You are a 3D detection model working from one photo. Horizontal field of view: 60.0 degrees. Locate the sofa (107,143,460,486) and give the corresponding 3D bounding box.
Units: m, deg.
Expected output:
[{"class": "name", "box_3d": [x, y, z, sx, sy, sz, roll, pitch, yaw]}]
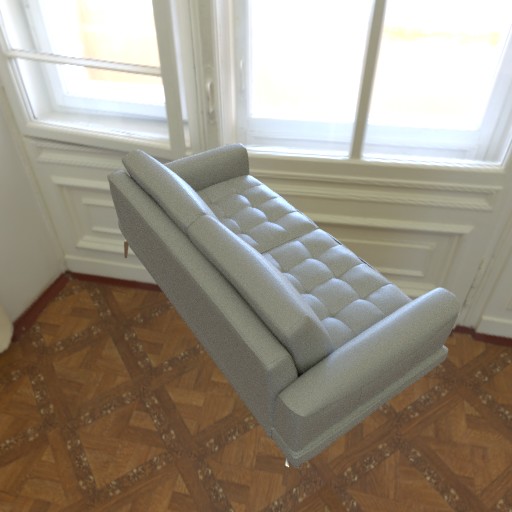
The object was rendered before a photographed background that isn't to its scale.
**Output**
[{"class": "sofa", "box_3d": [0.000, 0.000, 2.725, 1.121, 0.930, 2.177, -24, 46, -25]}]
